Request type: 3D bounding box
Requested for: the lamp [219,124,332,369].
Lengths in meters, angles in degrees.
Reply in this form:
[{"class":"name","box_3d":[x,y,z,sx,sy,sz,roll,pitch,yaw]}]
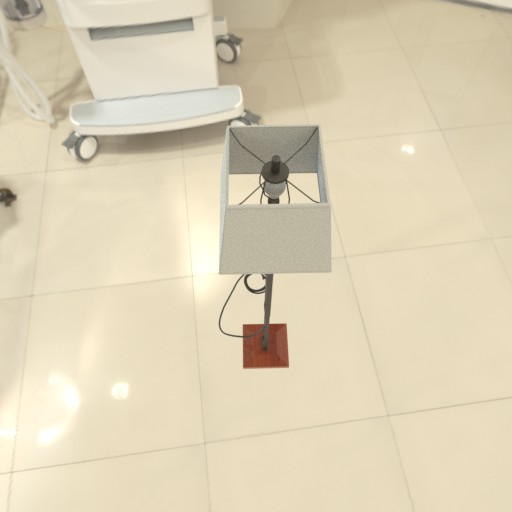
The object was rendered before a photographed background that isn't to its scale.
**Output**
[{"class":"lamp","box_3d":[0.000,0.000,2.077,0.472,1.712,0.745,-1,61,0]}]
